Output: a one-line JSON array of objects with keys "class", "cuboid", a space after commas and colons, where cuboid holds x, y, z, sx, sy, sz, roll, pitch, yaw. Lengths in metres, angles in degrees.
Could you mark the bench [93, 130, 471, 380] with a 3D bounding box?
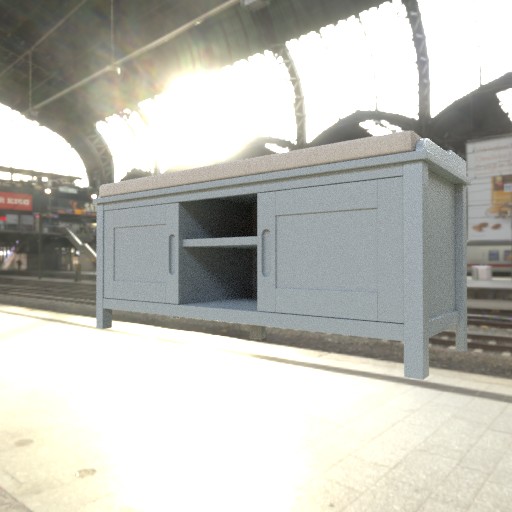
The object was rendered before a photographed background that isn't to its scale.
[{"class": "bench", "cuboid": [0.000, 0.000, 1.367, 1.140, 0.501, 0.398, -1, -1, 37]}]
